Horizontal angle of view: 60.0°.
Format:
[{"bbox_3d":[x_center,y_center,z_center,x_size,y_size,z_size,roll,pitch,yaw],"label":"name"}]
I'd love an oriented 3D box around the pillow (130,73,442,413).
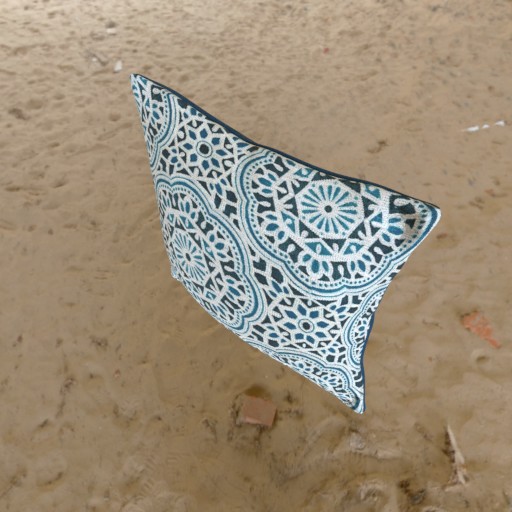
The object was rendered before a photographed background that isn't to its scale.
[{"bbox_3d":[0.000,0.000,0.638,0.440,0.420,0.145,32,55,26],"label":"pillow"}]
